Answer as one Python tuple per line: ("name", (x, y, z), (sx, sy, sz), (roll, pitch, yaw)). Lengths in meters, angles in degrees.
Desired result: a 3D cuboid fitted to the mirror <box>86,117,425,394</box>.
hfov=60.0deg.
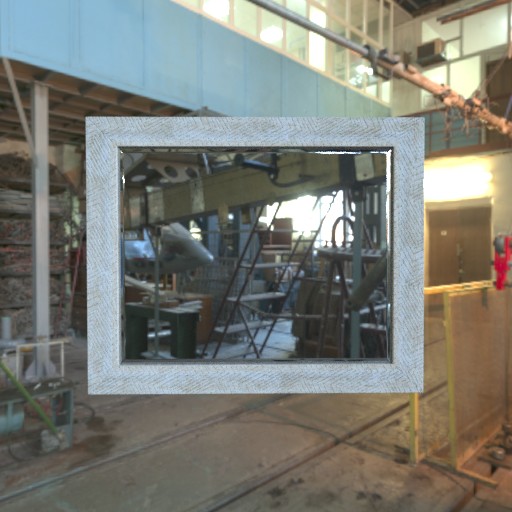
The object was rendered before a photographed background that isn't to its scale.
("mirror", (0.000, 0.000, 1.114), (0.839, 0.689, 0.028), (0, 1, -1))
